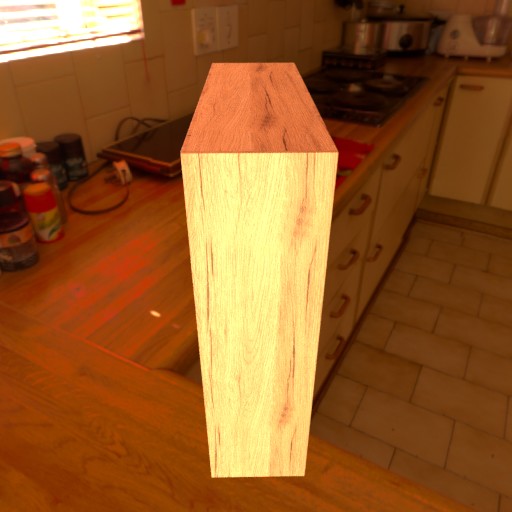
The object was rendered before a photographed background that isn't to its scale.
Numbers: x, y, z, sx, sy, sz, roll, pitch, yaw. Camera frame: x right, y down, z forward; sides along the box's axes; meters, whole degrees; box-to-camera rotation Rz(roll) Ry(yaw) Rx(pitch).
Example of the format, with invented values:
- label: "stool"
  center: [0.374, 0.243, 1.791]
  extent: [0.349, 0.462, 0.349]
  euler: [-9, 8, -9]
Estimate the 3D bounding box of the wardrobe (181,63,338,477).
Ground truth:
- label: "wardrobe"
  center: [0.000, 0.000, 2.927]
  extent: [0.580, 2.070, 1.810]
  euler: [-1, 33, -1]
